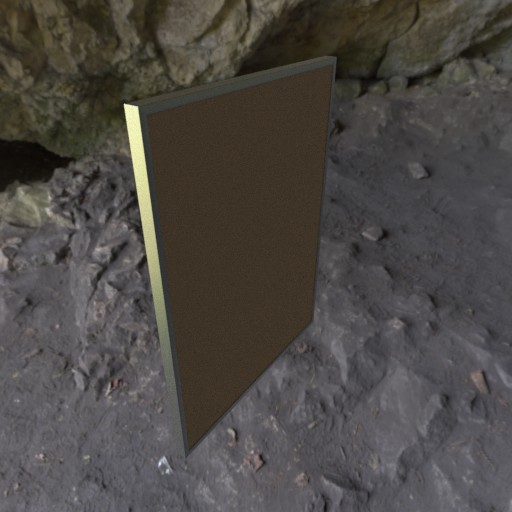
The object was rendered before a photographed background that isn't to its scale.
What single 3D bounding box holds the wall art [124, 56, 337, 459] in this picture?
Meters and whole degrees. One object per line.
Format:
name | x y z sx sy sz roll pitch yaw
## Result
wall art | 0.000 0.000 1.384 0.041 1.062 0.803 21 37 30
